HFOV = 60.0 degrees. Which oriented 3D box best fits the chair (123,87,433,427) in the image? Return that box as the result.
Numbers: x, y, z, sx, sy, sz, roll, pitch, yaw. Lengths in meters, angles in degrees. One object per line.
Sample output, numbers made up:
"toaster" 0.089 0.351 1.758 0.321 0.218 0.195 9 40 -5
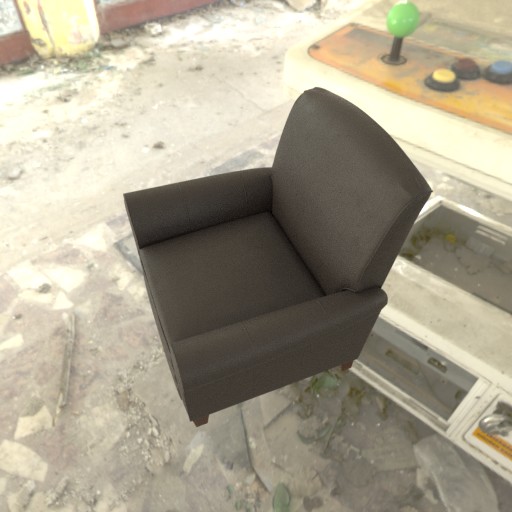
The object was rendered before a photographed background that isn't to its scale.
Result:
"chair" 0.000 0.000 1.804 0.902 1.061 0.978 -16 48 -15
